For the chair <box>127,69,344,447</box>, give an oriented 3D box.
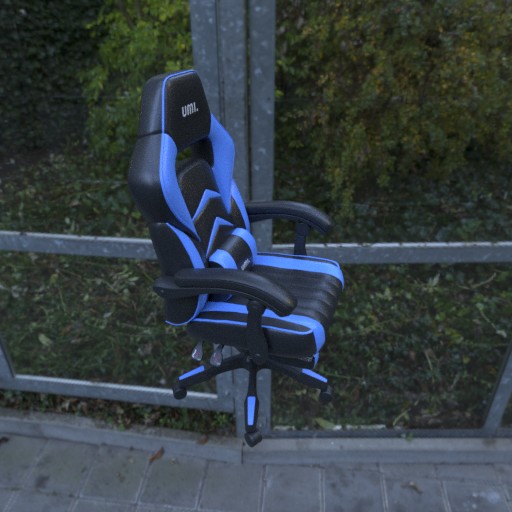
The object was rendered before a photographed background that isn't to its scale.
[{"bbox_3d":[0.000,0.000,1.685,0.700,1.280,0.700,10,31,17],"label":"chair"}]
